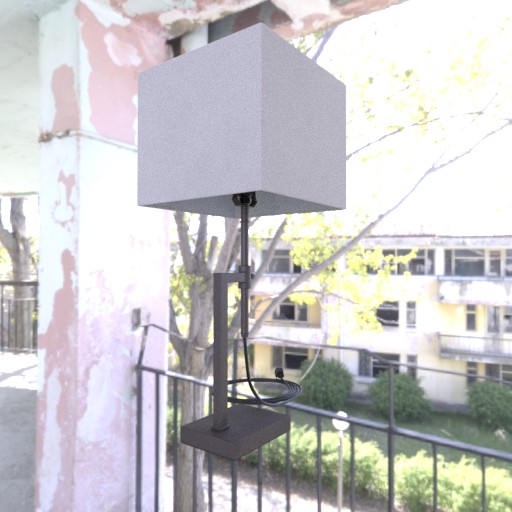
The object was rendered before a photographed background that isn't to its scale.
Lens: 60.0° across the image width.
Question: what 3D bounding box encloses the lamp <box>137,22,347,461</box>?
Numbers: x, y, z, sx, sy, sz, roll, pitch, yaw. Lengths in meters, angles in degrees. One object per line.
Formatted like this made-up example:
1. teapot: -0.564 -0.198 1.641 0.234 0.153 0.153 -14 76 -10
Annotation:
1. lamp: 0.000 0.000 0.952 0.399 0.660 0.504 -1 -2 37
